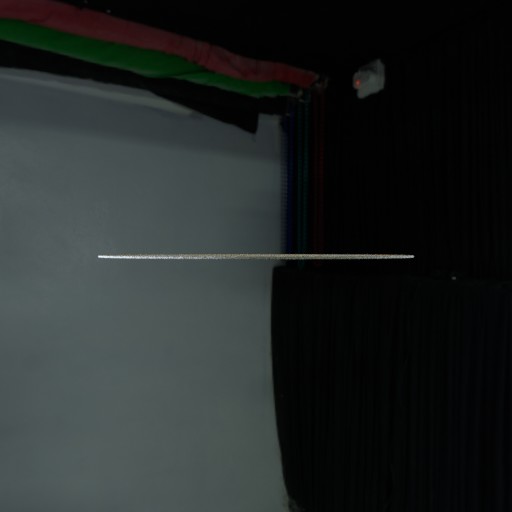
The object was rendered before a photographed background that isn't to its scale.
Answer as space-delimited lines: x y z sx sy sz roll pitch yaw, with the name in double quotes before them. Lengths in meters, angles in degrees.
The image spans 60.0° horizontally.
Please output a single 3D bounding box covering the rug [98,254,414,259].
"rug" 0.000 0.000 2.383 1.598 0.010 1.598 0 1 0
